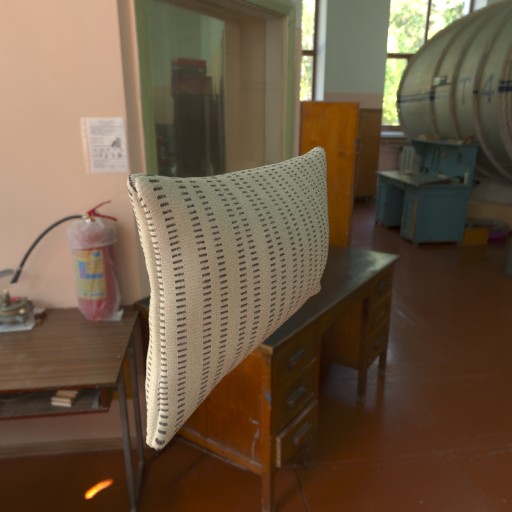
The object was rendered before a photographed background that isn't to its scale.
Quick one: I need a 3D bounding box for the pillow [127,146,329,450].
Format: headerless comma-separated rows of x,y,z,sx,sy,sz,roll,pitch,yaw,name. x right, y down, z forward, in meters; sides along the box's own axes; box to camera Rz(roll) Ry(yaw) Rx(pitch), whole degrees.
0.000,0.000,0.793,0.210,0.353,0.640,8,19,25,pillow
